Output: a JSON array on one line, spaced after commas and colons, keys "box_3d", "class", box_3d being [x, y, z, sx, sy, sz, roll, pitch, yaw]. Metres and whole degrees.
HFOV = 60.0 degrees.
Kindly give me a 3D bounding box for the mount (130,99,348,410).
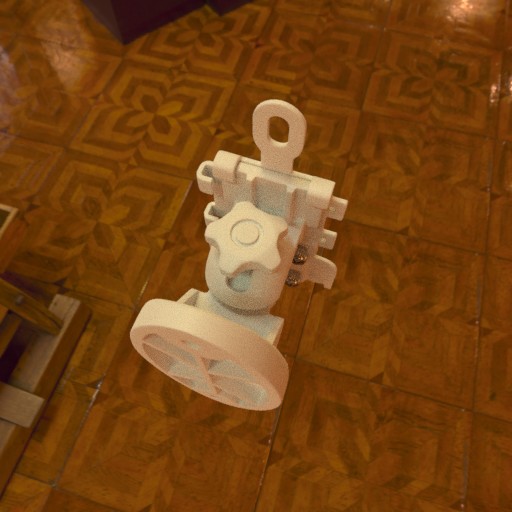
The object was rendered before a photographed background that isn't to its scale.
[{"box_3d": [0.000, 0.000, 0.173, 0.066, 0.118, 0.100, 17, 65, 9], "class": "mount"}]
